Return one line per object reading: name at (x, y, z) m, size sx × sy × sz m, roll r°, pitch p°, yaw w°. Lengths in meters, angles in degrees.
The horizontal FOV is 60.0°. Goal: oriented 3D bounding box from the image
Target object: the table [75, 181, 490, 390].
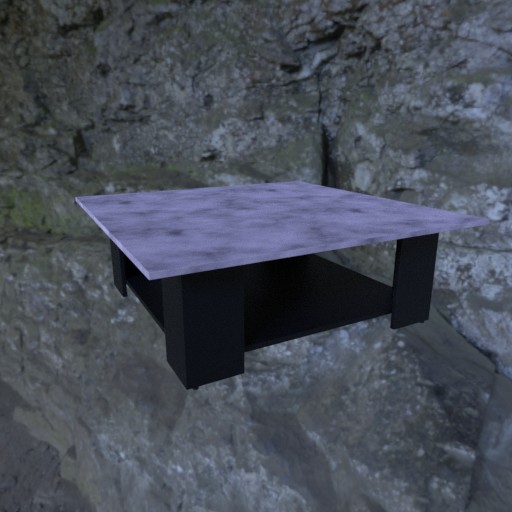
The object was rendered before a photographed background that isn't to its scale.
table at (0.000, 0.000, 1.355) m, size 0.890 × 0.305 × 0.890 m, roll -9°, pitch 19°, yaw -27°
